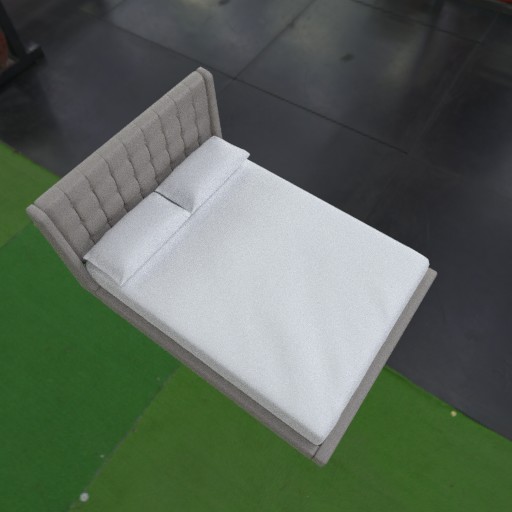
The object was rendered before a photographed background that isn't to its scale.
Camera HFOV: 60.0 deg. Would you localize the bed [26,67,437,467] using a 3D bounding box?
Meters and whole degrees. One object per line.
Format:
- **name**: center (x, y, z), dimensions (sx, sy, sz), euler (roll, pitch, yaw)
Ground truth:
- **bed**: center (0.000, 0.000, 3.134), dimensions (2.232, 1.147, 1.656), euler (32, 64, 17)
